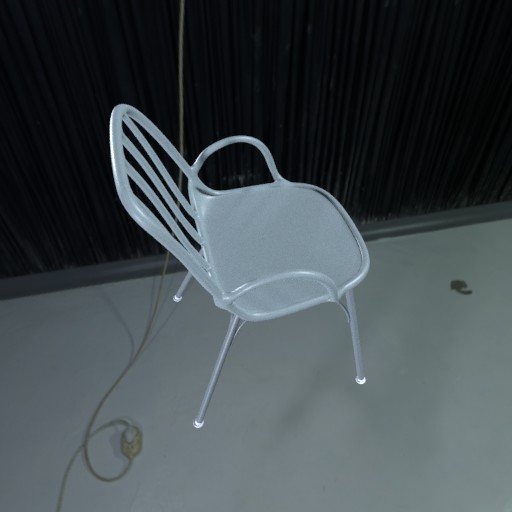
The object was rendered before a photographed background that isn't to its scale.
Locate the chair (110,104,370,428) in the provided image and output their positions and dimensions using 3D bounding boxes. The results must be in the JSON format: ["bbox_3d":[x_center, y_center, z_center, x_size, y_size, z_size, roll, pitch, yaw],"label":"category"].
[{"bbox_3d":[0.000,0.000,1.217,0.597,0.816,0.549,-10,47,-10],"label":"chair"}]
